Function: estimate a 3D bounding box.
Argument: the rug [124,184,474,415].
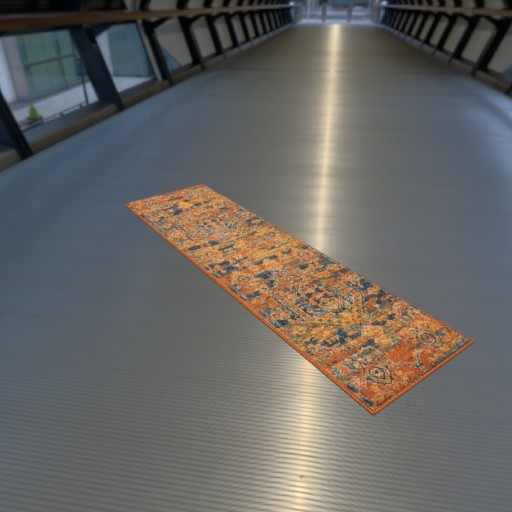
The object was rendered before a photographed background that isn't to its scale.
[{"bbox_3d":[0.000,0.000,2.518,0.651,0.016,2.274,-21,36,-31],"label":"rug"}]
